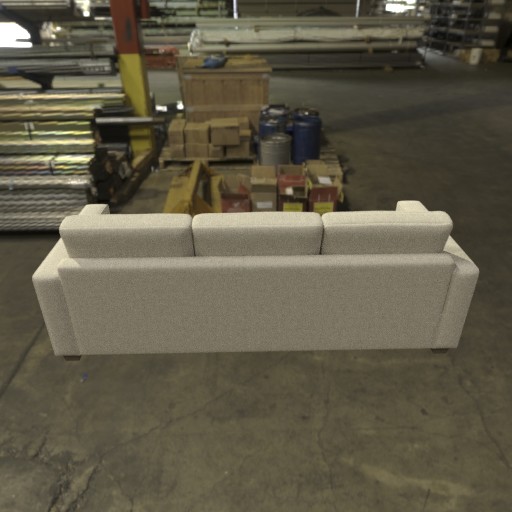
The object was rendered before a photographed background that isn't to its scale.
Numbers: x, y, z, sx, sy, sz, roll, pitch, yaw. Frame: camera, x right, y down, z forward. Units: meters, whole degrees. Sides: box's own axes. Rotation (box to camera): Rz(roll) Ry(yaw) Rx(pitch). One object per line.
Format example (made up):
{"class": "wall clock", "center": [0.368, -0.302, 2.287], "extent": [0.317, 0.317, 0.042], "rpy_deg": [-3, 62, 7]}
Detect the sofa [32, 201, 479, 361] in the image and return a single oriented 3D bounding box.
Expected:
{"class": "sofa", "center": [0.000, 0.000, 2.568], "extent": [2.160, 0.800, 0.900], "rpy_deg": [-1, 30, -1]}
